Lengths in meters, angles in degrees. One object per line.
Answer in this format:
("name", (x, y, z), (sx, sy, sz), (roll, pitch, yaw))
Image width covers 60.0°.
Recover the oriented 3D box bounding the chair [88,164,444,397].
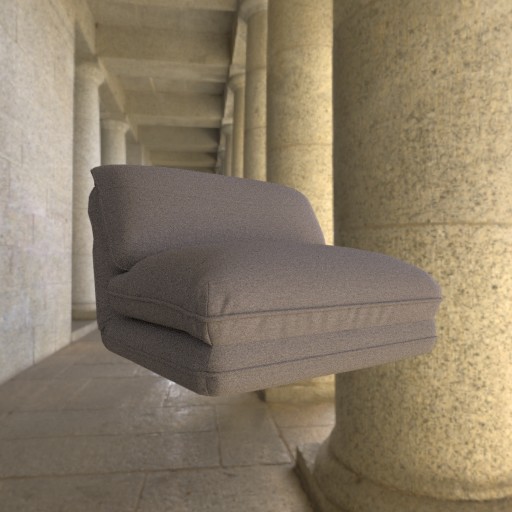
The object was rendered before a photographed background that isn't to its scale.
("chair", (0.000, 0.000, 1.343), (0.820, 0.580, 0.780), (1, -1, -36))
